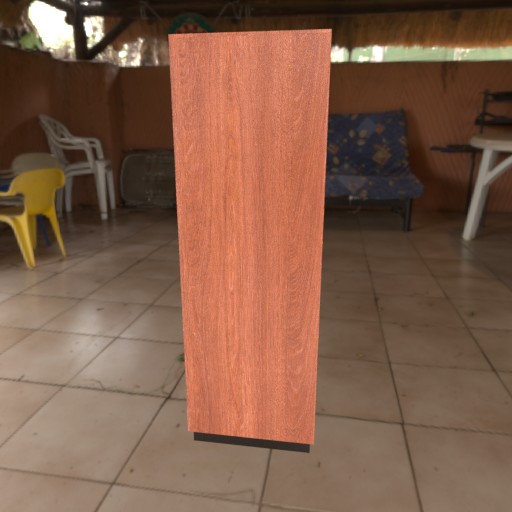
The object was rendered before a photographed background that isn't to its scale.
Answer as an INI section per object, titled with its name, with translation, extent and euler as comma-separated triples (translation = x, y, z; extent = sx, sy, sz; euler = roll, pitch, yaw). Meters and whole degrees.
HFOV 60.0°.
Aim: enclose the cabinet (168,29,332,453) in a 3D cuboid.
[cabinet]
translation = 0.000, 0.000, 2.240
extent = 0.660, 1.980, 0.420
euler = 3, 16, 9
